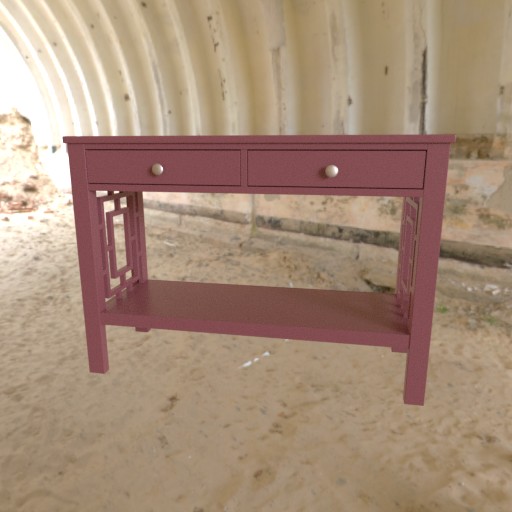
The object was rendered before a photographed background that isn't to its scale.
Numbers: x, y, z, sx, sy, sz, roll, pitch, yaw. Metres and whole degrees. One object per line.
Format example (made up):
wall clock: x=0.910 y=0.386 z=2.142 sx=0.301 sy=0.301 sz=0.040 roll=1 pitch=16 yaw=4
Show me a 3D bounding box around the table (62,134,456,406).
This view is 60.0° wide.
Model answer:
table: x=0.000 y=0.000 z=1.450 sx=1.068 sy=0.753 sz=0.397 roll=3 pitch=14 yaw=10
